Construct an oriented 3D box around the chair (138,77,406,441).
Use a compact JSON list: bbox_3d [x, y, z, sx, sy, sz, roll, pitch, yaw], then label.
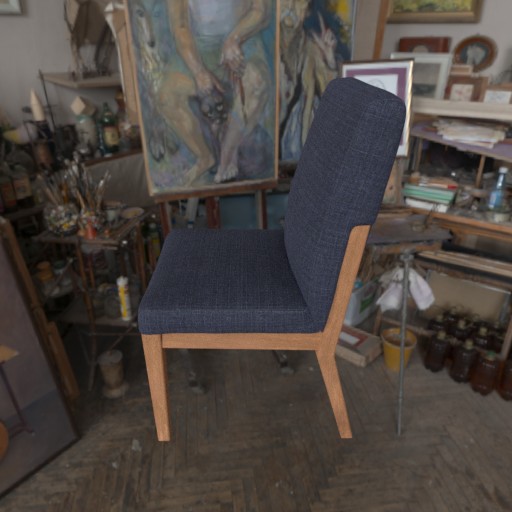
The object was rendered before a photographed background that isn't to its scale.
[{"bbox_3d":[0.000,0.000,1.249,0.586,0.911,0.507,-1,27,-1],"label":"chair"}]
